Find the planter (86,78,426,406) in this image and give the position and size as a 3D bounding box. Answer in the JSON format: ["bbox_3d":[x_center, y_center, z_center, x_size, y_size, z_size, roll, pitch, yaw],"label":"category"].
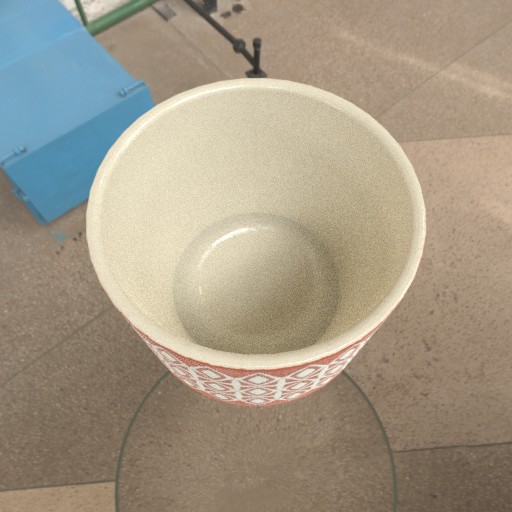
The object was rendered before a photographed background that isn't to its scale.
[{"bbox_3d":[0.000,0.000,0.318,0.192,0.148,0.192,0,64,0],"label":"planter"}]
